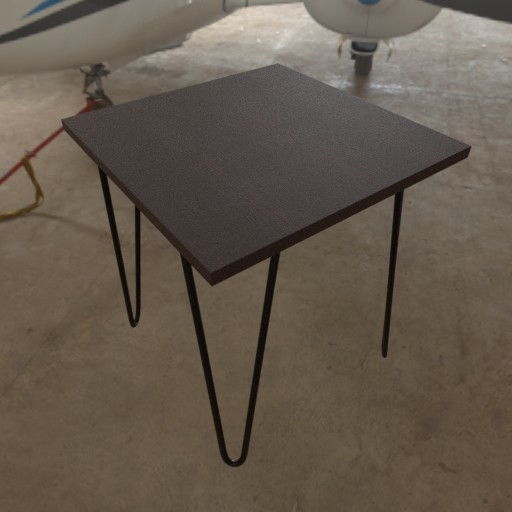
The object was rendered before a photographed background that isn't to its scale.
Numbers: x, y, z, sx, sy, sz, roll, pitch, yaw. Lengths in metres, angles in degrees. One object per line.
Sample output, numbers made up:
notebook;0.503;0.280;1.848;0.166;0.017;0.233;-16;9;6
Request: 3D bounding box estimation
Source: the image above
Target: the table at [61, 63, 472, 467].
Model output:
table;0.000;0.000;0.934;0.495;0.559;0.495;-26;48;-27
